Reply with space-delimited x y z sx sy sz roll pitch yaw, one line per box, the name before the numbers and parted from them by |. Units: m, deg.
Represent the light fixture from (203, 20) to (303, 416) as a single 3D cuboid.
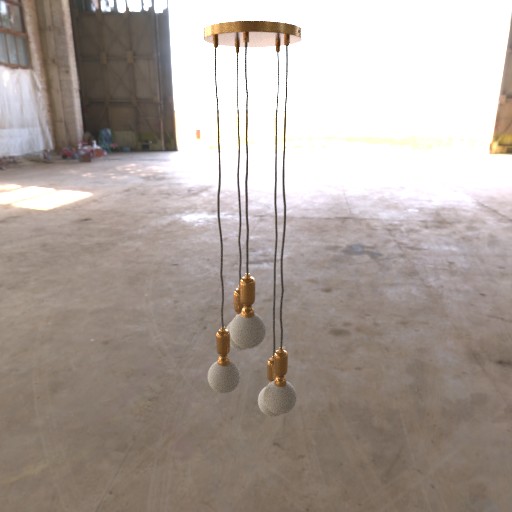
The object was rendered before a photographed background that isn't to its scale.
light fixture | 0.000 0.000 0.496 0.105 0.457 0.108 9 20 26
